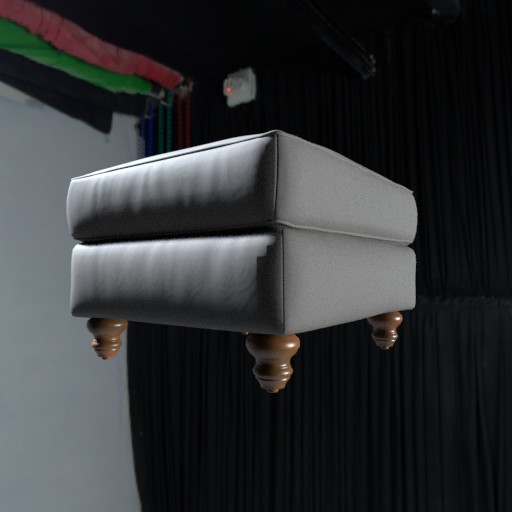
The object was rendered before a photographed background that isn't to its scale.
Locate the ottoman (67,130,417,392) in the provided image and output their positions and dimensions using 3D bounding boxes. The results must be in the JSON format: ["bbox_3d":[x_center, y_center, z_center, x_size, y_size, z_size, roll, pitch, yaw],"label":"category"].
[{"bbox_3d":[0.000,0.000,1.159,0.662,0.505,0.721,-2,-3,37],"label":"ottoman"}]
